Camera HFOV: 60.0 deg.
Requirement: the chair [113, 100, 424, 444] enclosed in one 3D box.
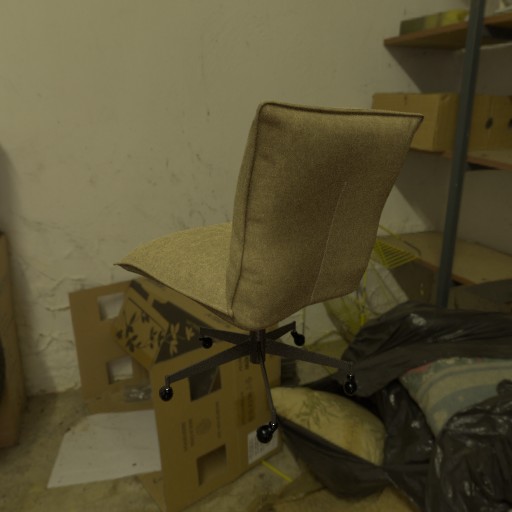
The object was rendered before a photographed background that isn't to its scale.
[{"bbox_3d":[0.000,0.000,1.305,0.597,0.811,0.696,-14,21,-41],"label":"chair"}]
